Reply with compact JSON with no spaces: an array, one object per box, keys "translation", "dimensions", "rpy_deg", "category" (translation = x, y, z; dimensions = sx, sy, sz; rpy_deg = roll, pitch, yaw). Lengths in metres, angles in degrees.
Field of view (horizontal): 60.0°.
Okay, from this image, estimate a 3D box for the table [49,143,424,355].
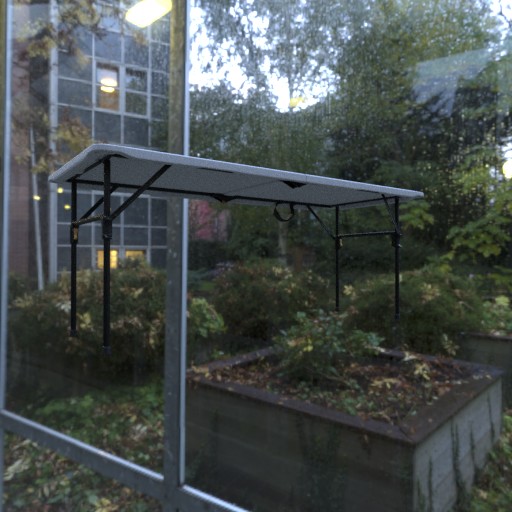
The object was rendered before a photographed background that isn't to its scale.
[{"translation":[0.000,0.000,2.263],"dimensions":[1.829,0.719,0.761],"rpy_deg":[0,-1,-36],"category":"table"}]
